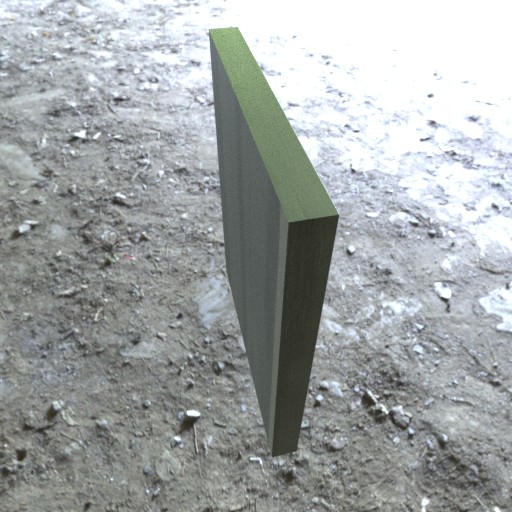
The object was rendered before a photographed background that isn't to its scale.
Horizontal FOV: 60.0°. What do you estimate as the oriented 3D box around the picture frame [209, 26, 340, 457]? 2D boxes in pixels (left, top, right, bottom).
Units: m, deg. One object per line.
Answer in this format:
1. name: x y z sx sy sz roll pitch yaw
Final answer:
1. picture frame: 0.000 0.000 0.731 0.046 0.555 0.449 -9 47 -9
